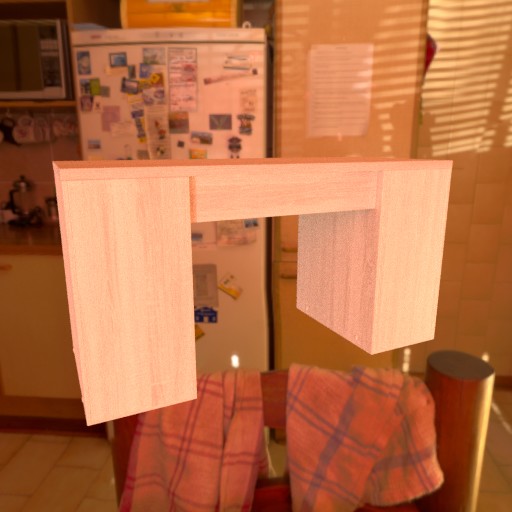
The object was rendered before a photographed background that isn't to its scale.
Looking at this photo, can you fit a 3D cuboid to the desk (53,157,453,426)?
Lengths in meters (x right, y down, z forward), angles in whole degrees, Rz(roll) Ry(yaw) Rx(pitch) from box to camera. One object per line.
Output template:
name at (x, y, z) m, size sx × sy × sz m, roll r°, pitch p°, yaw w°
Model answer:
desk at (0.000, 0.000, 1.759) m, size 1.390 × 0.740 × 0.600 m, roll -7°, pitch 16°, yaw -25°
